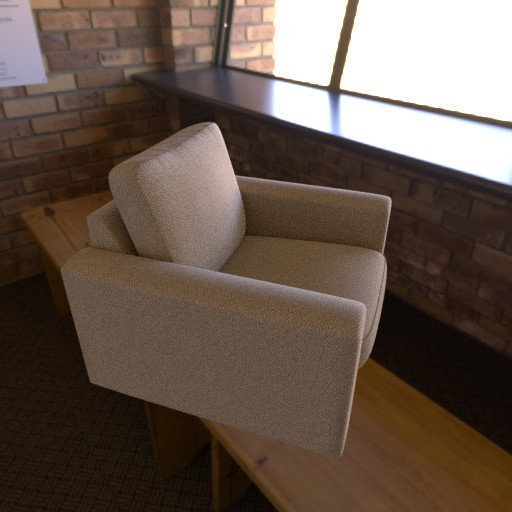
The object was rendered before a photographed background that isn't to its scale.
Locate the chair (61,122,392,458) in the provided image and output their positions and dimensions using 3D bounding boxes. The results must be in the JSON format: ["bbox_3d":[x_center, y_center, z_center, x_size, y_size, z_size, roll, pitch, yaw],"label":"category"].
[{"bbox_3d":[0.000,0.000,1.768,1.016,0.873,1.005,10,32,17],"label":"chair"}]
